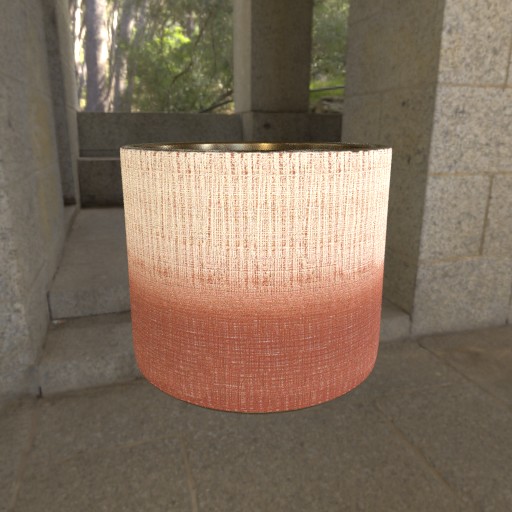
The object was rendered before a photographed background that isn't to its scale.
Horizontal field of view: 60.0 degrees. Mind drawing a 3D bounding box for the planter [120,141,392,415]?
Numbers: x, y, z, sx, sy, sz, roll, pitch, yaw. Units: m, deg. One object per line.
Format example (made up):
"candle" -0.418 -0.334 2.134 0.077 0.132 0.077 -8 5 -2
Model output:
"planter" 0.000 0.000 0.453 0.254 0.221 0.254 0 16 0
